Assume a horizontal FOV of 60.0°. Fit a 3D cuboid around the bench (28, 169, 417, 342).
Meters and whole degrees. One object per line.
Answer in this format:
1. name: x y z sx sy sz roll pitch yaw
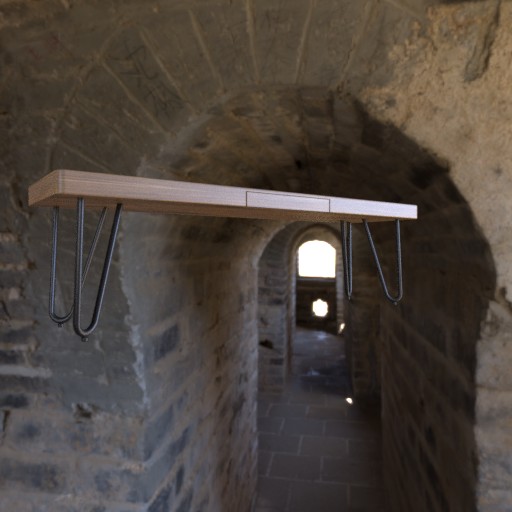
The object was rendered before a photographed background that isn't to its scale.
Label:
1. bench: 0.000 0.000 1.764 1.570 0.462 0.425 -1 1 -36
